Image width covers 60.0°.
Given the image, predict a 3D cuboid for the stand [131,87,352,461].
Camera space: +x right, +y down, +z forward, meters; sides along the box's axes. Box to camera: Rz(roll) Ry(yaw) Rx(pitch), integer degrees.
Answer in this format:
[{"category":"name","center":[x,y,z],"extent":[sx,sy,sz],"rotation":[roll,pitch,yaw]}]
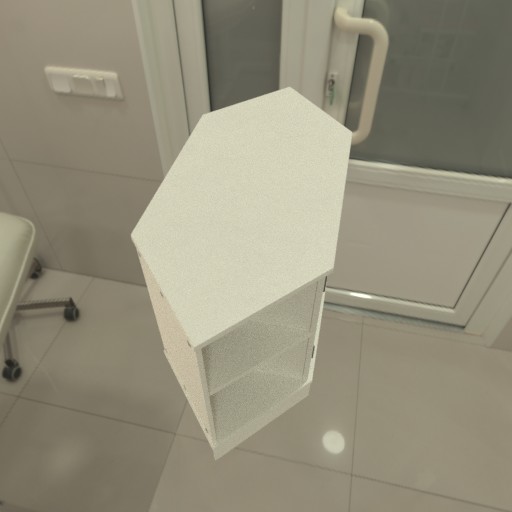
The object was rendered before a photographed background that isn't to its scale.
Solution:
[{"category":"stand","center":[0.000,0.000,1.409],"extent":[0.477,0.614,1.072],"rotation":[9,47,9]}]
